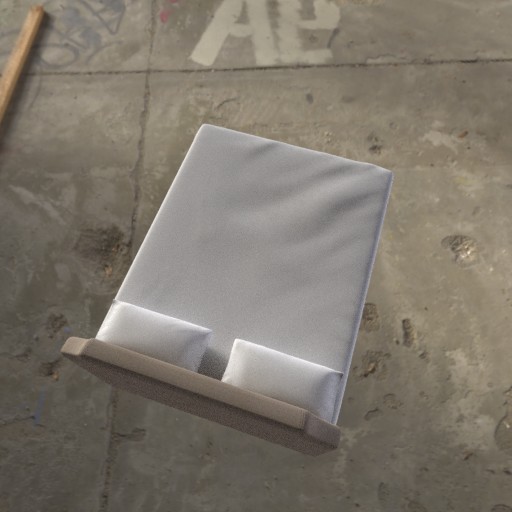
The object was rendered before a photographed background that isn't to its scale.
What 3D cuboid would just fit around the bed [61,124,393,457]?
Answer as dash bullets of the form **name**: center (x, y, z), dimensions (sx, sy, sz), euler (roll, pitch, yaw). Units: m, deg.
- **bed**: center (0.000, 0.000, 3.581), dimensions (1.977, 1.293, 2.498), euler (16, 65, 8)
